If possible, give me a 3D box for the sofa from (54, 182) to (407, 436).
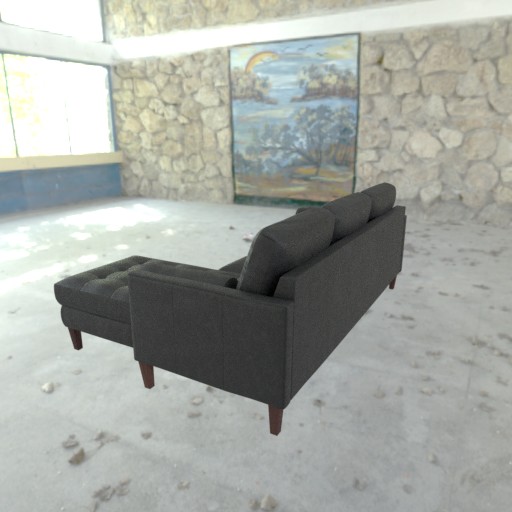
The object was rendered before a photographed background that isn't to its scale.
[{"bbox_3d":[0.000,0.000,2.961,1.497,0.876,2.178,9,18,28],"label":"sofa"}]
